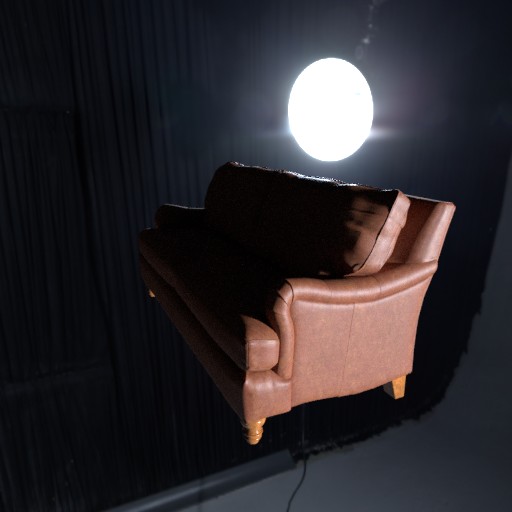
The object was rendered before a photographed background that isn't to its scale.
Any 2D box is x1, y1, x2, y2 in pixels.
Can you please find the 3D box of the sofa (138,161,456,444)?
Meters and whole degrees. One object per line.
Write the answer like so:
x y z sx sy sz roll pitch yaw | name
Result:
0.000 0.000 2.856 1.147 1.071 2.144 -8 18 -24 | sofa
